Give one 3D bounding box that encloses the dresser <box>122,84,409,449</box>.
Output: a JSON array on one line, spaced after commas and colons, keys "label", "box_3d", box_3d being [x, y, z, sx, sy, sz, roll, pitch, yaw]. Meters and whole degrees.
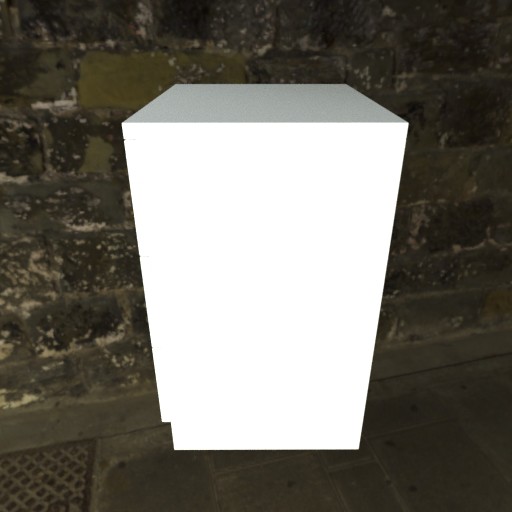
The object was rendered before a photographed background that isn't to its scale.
[{"label": "dresser", "box_3d": [0.000, 0.000, 0.829, 0.360, 0.560, 0.400, 0, 27, 0]}]
